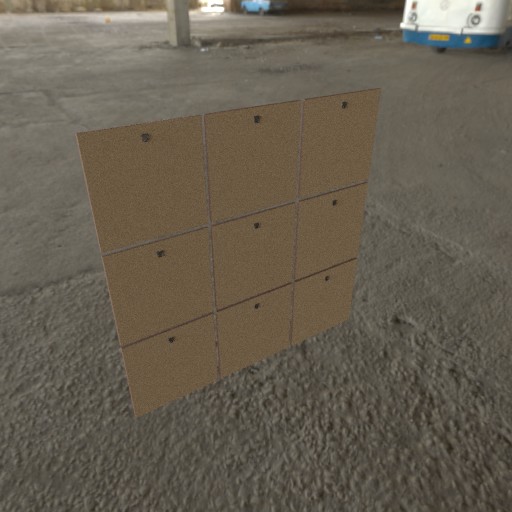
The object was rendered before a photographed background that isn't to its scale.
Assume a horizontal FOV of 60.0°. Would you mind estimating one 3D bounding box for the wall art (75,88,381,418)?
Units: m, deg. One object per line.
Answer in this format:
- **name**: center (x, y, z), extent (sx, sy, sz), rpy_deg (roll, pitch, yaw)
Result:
- **wall art**: center (0.000, 0.000, 1.862), extent (1.221, 1.218, 0.019), rpy_deg (-18, 36, -28)
